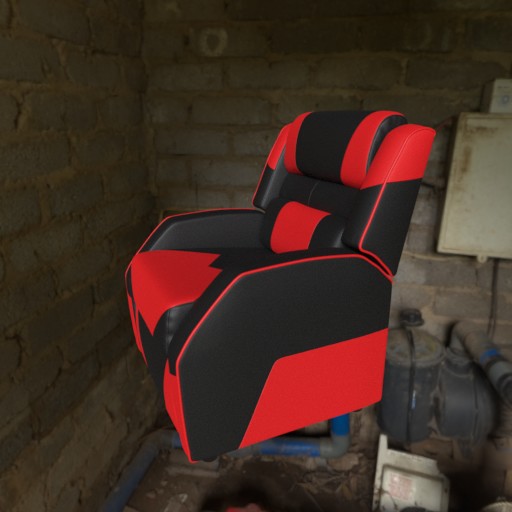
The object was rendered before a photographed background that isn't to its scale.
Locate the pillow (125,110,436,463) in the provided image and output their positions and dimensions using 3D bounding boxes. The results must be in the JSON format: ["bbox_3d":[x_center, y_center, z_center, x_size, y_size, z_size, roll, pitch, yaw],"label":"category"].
[{"bbox_3d":[0.000,0.000,1.286,0.672,0.805,0.620,-8,20,-24],"label":"pillow"}]
